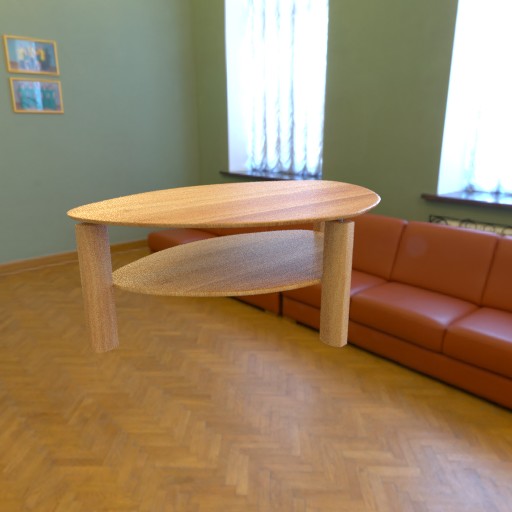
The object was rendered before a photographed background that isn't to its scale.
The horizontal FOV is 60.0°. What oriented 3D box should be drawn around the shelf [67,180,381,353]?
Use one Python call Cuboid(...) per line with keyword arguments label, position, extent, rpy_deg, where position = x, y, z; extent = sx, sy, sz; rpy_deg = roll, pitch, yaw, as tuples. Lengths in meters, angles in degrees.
Cuboid(label="shelf", position=(0.000, 0.000, 1.659), extent=(1.246, 0.440, 0.845), rpy_deg=(-15, 22, -42))
